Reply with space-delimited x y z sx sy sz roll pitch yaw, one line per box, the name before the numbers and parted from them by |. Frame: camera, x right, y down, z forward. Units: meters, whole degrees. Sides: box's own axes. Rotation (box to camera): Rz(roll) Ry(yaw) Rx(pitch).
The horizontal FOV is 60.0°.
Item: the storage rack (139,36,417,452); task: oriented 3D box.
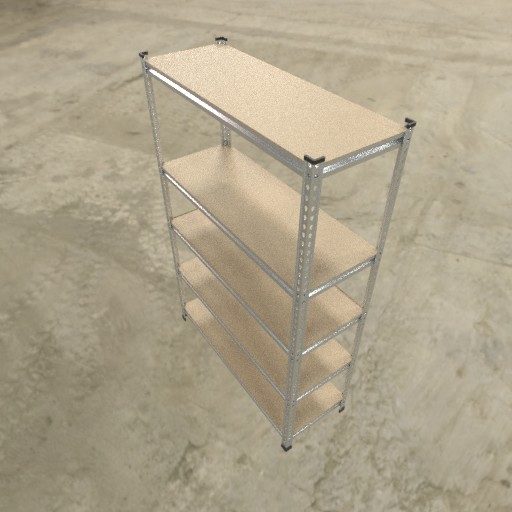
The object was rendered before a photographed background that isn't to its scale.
storage rack | 0.000 0.000 2.351 0.457 1.829 1.219 -25 47 -26
